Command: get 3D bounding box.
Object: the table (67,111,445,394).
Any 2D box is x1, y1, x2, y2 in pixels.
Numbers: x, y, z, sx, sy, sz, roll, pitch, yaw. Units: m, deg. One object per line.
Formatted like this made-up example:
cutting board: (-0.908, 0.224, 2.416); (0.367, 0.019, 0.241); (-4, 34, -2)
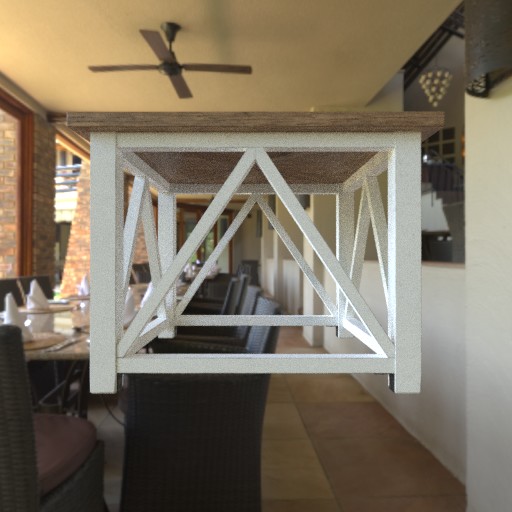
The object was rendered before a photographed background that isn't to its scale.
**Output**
table: (0.000, 0.000, 1.168); (0.700, 0.532, 0.700); (0, 0, 0)
